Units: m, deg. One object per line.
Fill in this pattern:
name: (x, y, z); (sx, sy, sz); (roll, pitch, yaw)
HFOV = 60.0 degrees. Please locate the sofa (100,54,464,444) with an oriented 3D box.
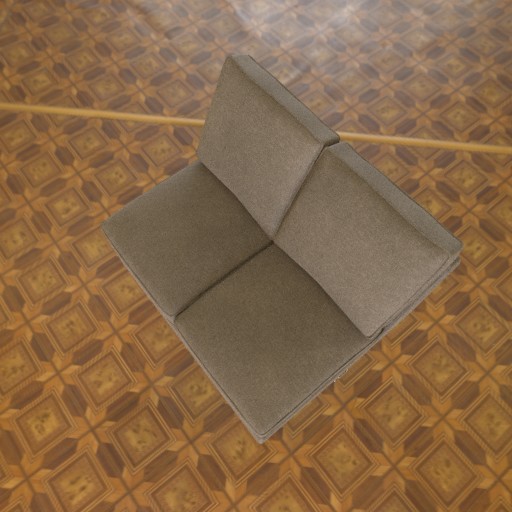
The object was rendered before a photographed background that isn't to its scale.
sofa: (0.000, 0.000, 1.982); (0.951, 1.008, 1.237); (-36, 70, -16)
